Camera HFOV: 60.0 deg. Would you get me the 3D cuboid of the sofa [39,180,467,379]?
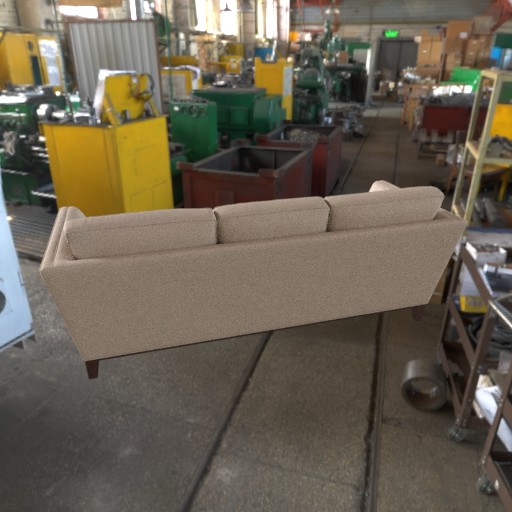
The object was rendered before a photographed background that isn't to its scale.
[{"bbox_3d":[0.000,0.000,2.904,2.388,0.940,0.965,-7,26,-15],"label":"sofa"}]
